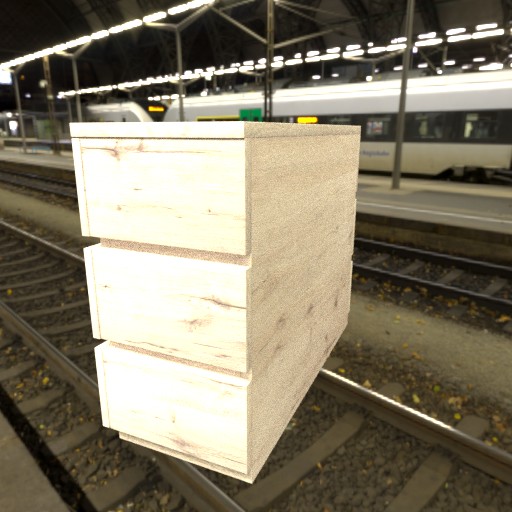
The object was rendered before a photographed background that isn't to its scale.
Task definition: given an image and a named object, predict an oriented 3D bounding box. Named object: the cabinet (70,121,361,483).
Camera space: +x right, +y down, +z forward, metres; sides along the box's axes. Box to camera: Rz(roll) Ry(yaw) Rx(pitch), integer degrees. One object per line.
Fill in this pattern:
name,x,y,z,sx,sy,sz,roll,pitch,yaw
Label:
cabinet,0.000,0.000,1.447,0.420,0.820,1.040,7,17,23
